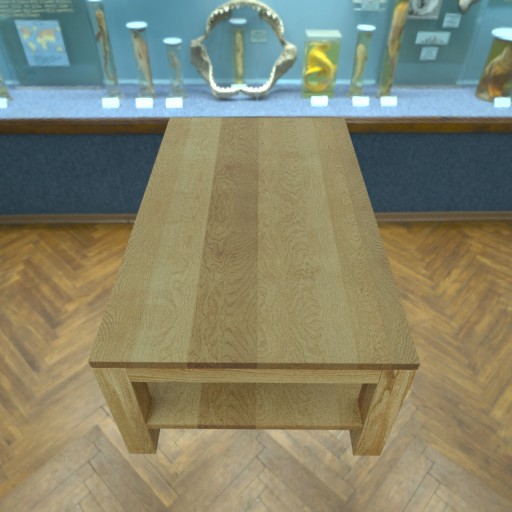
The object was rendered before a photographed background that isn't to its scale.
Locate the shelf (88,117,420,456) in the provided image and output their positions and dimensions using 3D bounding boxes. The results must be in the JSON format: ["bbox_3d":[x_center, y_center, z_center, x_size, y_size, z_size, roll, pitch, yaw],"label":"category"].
[{"bbox_3d":[0.000,0.000,1.507,0.700,0.450,1.150,0,43,0],"label":"shelf"}]
